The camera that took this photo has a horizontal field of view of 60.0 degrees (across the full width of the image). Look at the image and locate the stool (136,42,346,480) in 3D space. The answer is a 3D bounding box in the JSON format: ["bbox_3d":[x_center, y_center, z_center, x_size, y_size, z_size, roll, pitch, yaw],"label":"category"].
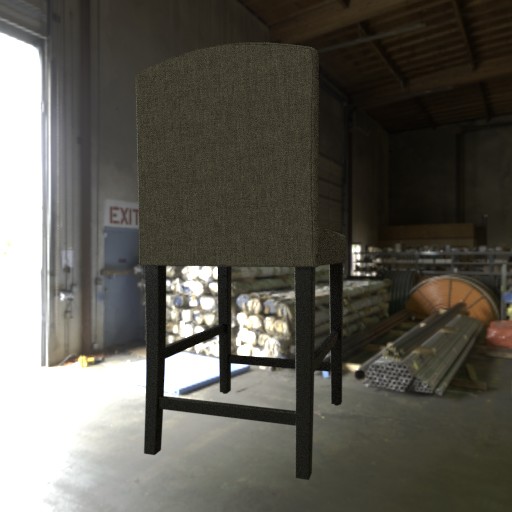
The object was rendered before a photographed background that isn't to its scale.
[{"bbox_3d":[0.000,0.000,1.265,0.451,0.966,0.552,0,0,18],"label":"stool"}]
